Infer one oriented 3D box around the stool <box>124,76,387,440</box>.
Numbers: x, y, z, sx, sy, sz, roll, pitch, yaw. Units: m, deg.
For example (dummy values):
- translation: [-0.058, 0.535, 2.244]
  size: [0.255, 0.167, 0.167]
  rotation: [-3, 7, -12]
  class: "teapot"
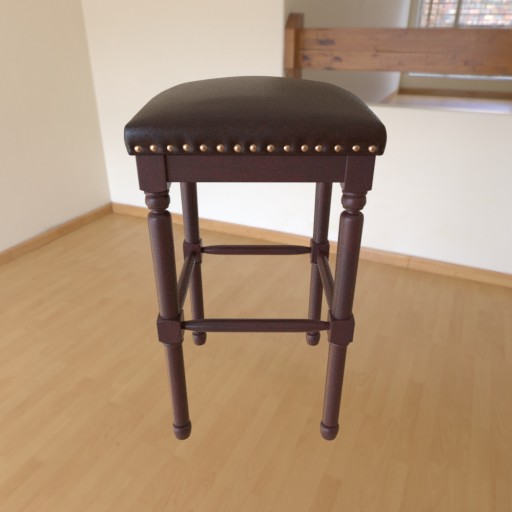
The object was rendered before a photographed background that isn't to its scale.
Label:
- translation: [0.000, 0.000, 0.934]
  size: [0.382, 0.702, 0.383]
  rotation: [0, 27, 0]
  class: "stool"
